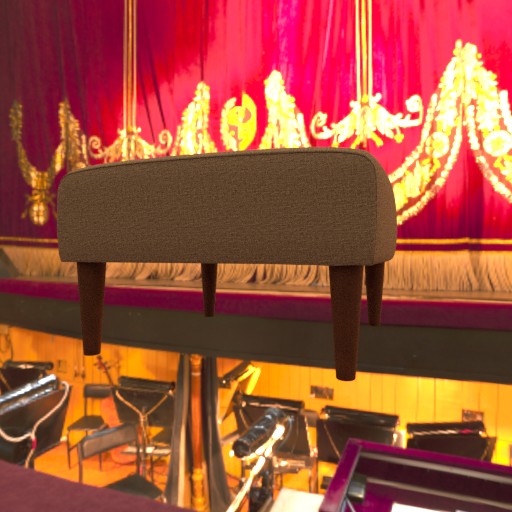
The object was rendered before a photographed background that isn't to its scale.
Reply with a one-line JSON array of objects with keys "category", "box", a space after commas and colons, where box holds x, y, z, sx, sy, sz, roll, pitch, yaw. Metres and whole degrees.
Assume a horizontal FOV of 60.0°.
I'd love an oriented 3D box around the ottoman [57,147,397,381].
[{"category": "ottoman", "box": [0.000, 0.000, 1.080, 0.649, 0.398, 0.650, 0, 1, 20]}]
